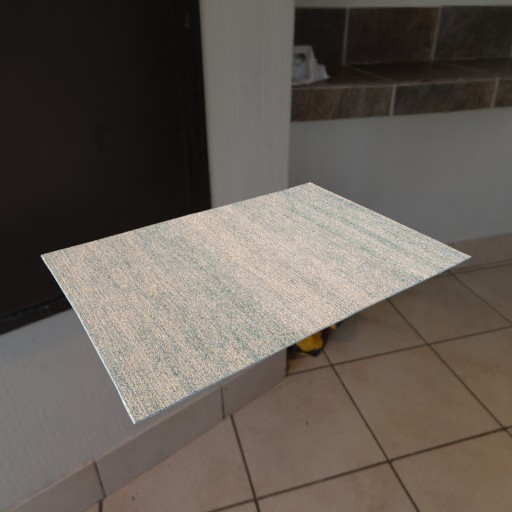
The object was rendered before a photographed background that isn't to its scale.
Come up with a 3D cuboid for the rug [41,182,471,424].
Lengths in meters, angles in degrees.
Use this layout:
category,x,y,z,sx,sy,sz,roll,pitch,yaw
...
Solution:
category,x,y,z,sx,sy,sz,roll,pitch,yaw
rug,0.000,0.000,2.885,2.306,0.030,1.613,-19,35,-29
